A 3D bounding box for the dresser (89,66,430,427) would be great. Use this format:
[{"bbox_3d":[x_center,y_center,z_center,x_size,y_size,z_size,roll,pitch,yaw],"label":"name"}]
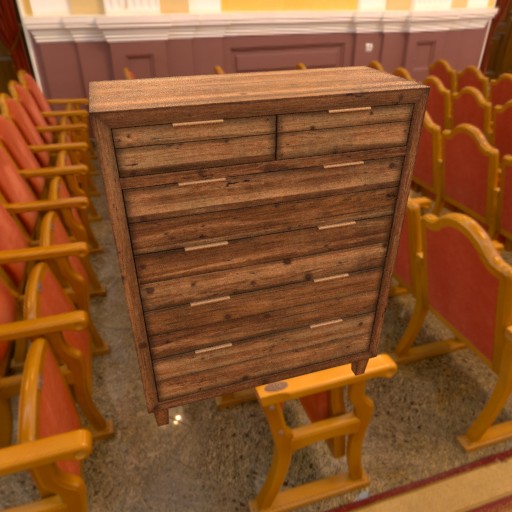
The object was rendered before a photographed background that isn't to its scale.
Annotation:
[{"bbox_3d":[0.000,0.000,1.848,1.067,1.359,0.438,-10,33,-15],"label":"dresser"}]
